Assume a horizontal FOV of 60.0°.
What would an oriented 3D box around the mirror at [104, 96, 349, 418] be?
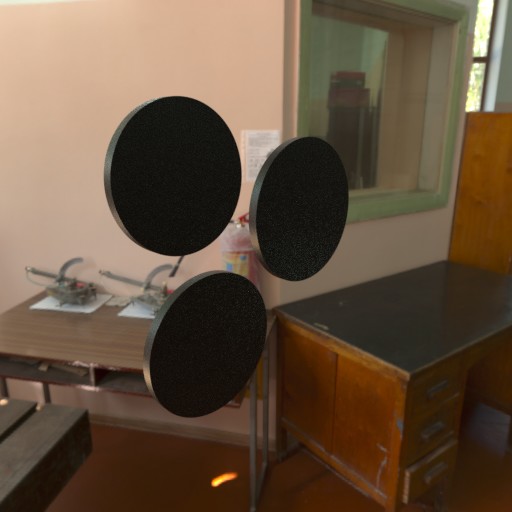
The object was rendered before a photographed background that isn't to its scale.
[{"bbox_3d":[0.000,0.000,3.181,2.160,2.096,0.076,-15,21,-43],"label":"mirror"}]
